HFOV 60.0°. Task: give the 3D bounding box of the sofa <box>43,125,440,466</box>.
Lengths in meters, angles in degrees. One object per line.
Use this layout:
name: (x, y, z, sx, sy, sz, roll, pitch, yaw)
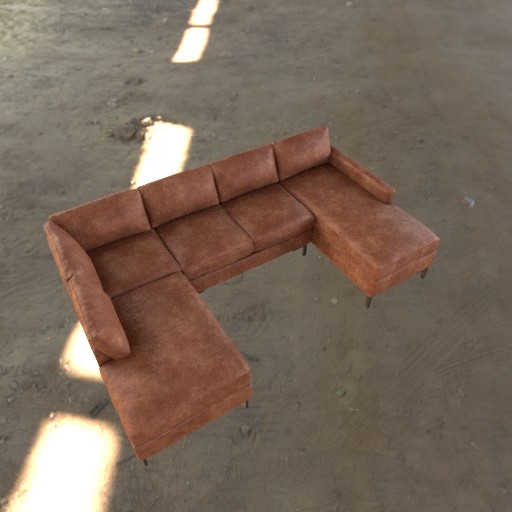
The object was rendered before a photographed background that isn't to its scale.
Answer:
sofa: (0.000, 0.000, 3.765, 2.956, 0.900, 1.939, -24, 49, -22)
